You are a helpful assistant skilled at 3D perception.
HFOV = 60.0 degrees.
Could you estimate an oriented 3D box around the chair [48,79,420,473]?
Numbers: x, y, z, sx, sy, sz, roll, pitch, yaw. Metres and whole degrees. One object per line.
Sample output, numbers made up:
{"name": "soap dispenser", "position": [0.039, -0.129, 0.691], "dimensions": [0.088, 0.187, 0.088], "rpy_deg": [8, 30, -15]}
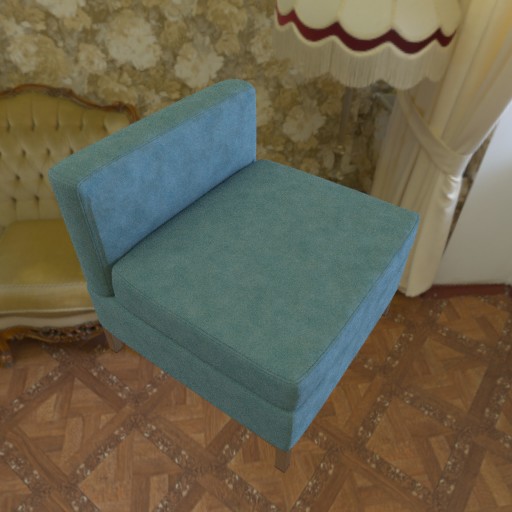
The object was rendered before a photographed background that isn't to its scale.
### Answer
{"name": "chair", "position": [0.000, 0.000, 1.218], "dimensions": [0.685, 0.660, 0.684], "rpy_deg": [26, 48, 25]}
